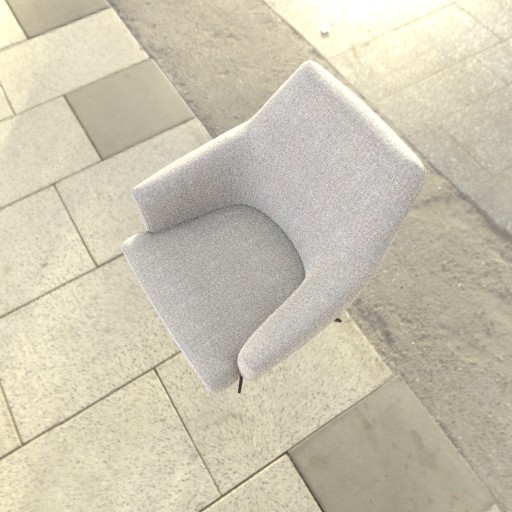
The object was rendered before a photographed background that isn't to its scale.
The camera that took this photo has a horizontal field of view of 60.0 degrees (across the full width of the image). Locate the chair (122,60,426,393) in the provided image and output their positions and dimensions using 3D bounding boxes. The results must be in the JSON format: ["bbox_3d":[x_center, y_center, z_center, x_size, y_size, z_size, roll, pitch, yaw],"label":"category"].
[{"bbox_3d":[0.000,0.000,1.358,0.677,0.874,0.642,-32,68,-14],"label":"chair"}]
